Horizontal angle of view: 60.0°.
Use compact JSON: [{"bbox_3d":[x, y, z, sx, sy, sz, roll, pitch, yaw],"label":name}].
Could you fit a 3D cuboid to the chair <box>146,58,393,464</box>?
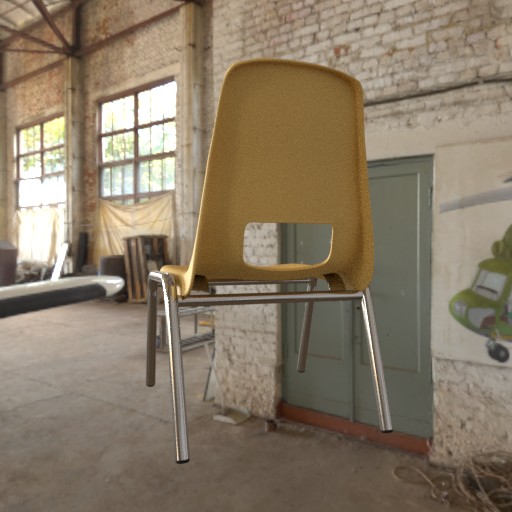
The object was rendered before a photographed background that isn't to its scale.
[{"bbox_3d":[0.000,0.000,0.780,0.354,0.536,0.385,0,1,-18],"label":"chair"}]
